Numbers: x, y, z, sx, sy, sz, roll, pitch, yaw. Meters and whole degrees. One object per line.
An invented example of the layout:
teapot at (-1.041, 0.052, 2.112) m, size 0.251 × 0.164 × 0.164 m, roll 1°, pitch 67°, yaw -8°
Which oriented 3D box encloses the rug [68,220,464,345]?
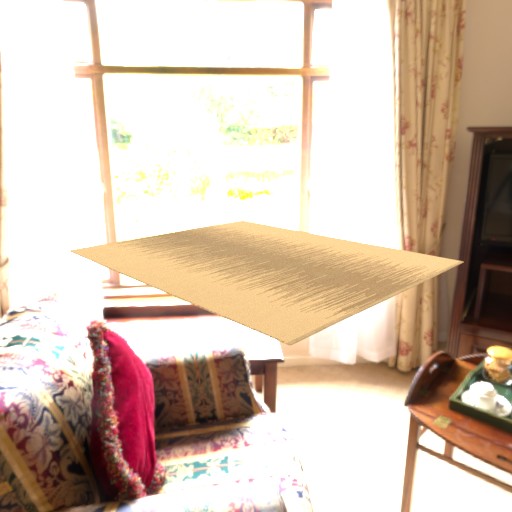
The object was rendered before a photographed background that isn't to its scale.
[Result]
rug at (0.000, 0.000, 4.328) m, size 2.453 × 0.010 × 3.037 m, roll -14°, pitch 20°, yaw -43°
